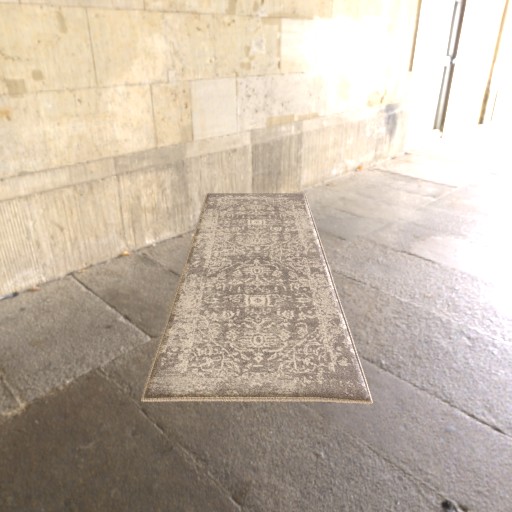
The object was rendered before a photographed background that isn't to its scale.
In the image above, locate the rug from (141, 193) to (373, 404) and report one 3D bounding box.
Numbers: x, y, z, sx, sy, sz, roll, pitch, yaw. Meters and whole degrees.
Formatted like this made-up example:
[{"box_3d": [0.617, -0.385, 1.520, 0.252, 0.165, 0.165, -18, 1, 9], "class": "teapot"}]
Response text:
[{"box_3d": [0.000, 0.000, 2.712, 0.855, 0.017, 2.452, 0, 26, 0], "class": "rug"}]
